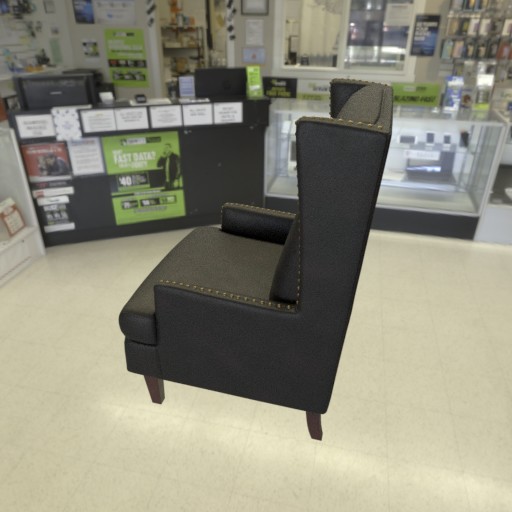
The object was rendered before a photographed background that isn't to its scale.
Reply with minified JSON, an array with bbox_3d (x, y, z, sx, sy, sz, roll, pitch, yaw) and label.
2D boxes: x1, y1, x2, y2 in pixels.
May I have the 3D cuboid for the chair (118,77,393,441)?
[{"bbox_3d":[0.000,0.000,1.603,0.799,1.142,0.703,8,30,13],"label":"chair"}]
